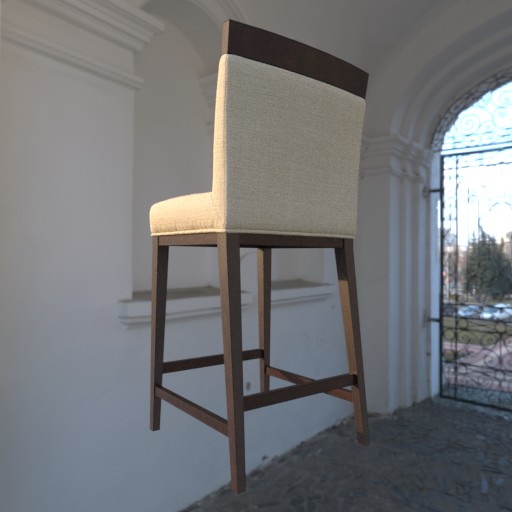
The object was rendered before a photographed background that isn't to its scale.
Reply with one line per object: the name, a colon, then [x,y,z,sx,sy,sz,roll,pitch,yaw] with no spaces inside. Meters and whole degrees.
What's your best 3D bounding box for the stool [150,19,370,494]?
stool: [0.000,0.000,1.374,0.511,1.117,0.531,1,-1,-37]
